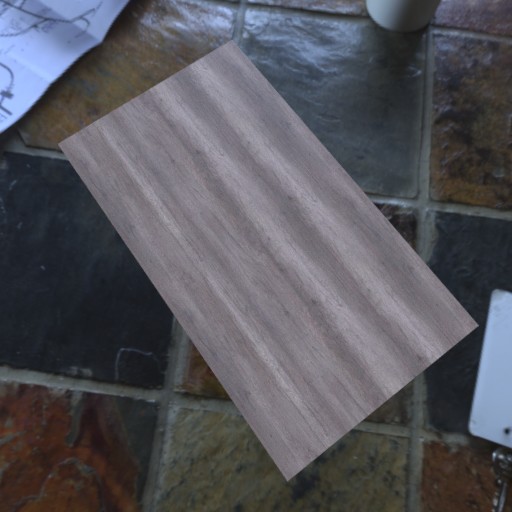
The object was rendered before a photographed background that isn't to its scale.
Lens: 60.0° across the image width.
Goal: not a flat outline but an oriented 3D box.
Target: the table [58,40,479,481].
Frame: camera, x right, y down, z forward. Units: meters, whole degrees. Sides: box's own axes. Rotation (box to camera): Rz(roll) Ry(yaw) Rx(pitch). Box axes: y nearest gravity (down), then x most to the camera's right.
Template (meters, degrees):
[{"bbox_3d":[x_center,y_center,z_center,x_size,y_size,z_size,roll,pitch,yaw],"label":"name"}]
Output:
[{"bbox_3d":[0.000,0.000,2.136,0.900,0.775,1.600,-35,77,-9],"label":"table"}]
